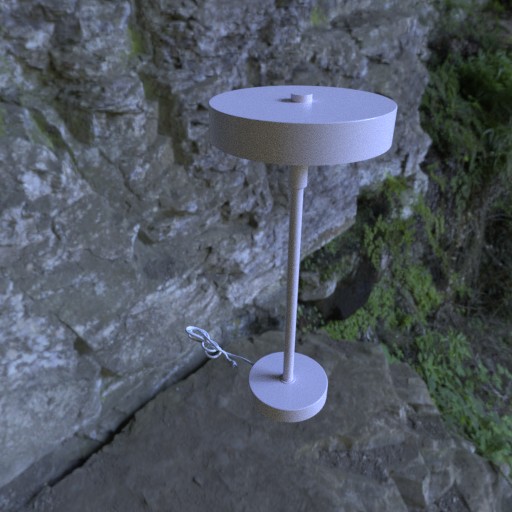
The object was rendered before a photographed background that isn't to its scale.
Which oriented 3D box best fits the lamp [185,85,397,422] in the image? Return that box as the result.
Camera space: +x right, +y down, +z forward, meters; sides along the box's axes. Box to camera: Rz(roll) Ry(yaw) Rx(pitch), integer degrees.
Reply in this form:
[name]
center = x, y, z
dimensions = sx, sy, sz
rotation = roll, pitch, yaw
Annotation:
[lamp]
center = 0.000, 0.000, 0.706
dimensions = 0.369, 0.508, 0.229
rotation = 21, 36, 32
